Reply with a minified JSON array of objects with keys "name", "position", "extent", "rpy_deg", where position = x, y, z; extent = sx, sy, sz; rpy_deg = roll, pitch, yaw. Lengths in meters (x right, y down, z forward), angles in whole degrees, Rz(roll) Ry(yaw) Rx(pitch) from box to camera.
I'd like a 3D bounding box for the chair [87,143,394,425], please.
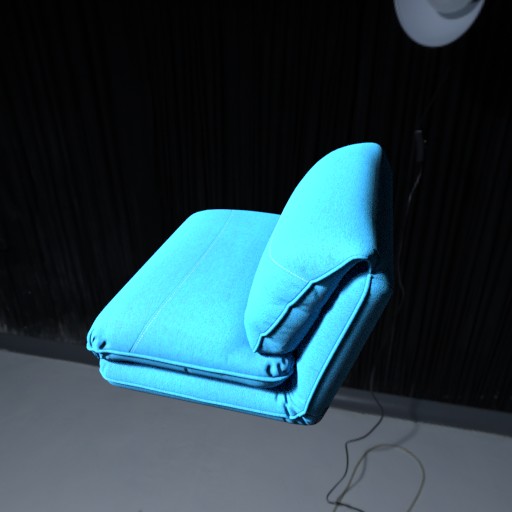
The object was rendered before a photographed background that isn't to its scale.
[{"name":"chair","position":[0.000,0.000,1.394],"extent":[0.780,0.580,0.820],"rpy_deg":[7,31,13]}]
